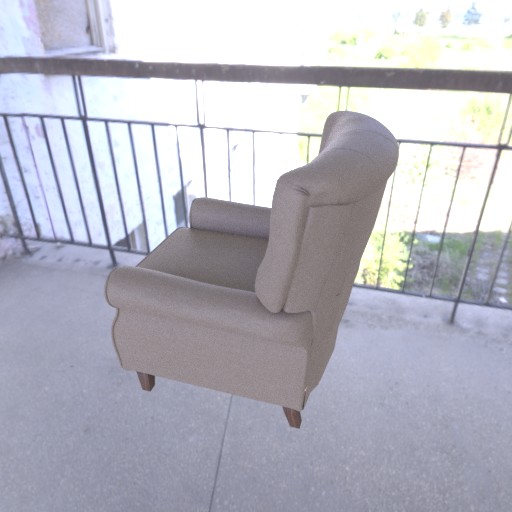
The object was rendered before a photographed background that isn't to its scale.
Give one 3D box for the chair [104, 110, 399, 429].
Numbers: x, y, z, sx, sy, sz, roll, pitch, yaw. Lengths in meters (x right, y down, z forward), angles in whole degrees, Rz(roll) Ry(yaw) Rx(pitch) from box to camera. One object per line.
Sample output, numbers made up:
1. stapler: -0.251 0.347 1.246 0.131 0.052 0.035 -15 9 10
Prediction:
1. chair: 0.000 0.000 1.912 1.041 1.138 0.999 9 30 15
